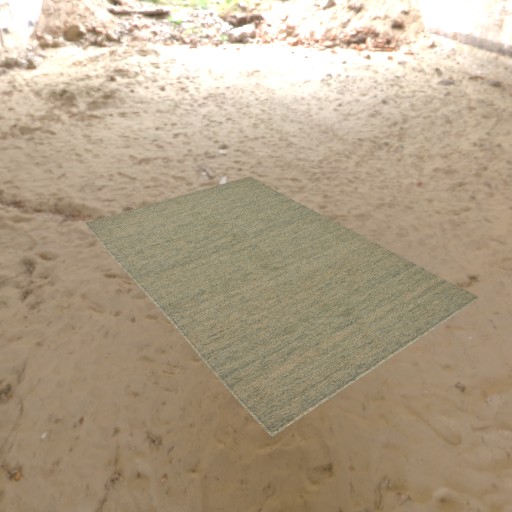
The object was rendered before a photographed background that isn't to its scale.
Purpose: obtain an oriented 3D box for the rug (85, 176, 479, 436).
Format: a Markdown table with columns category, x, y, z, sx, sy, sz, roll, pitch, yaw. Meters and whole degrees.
| category | x | y | z | sx | sy | sz | roll | pitch | yaw |
| --- | --- | --- | --- | --- | --- | --- | --- | --- | --- |
| rug | 0.000 | 0.000 | 2.965 | 1.547 | 0.013 | 2.283 | -22 | 38 | -30 |
